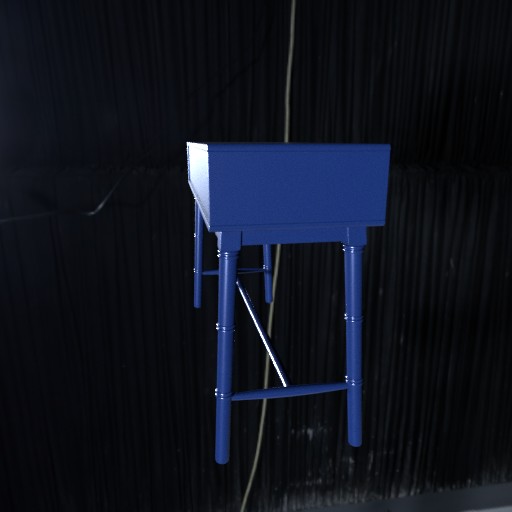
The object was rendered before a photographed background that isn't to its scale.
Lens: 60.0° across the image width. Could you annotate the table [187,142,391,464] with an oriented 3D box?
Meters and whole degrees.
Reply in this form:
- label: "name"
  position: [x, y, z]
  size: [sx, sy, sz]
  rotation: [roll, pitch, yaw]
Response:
- label: "table"
  position: [0.000, 0.000, 1.512]
  size: [0.399, 0.749, 1.118]
  rotation: [-3, 15, -10]
